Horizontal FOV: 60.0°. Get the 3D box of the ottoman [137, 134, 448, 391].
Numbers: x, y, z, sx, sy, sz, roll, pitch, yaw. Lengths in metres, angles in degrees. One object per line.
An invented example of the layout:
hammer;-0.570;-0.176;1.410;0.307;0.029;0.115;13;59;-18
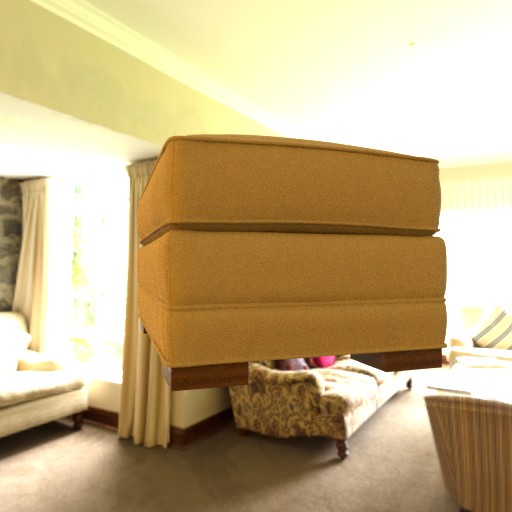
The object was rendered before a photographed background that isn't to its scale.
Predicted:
ottoman;0.000;0.000;1.227;0.611;0.482;0.848;0;-1;-18
